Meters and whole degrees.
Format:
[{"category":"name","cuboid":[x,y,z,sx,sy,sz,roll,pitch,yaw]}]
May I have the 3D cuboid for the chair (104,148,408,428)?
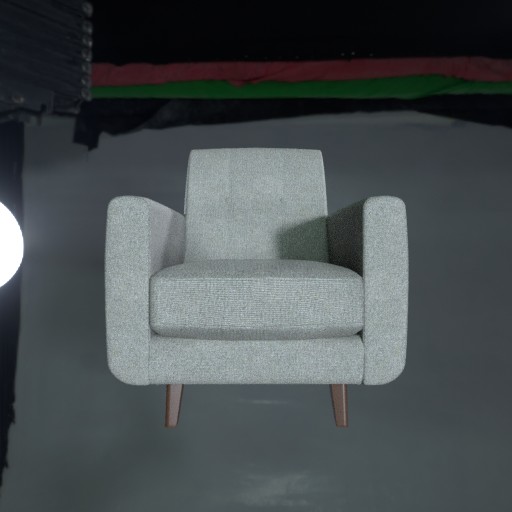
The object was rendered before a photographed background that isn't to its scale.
[{"category":"chair","cuboid":[0.000,0.000,1.664,0.845,0.968,0.942,0,0,0]}]
